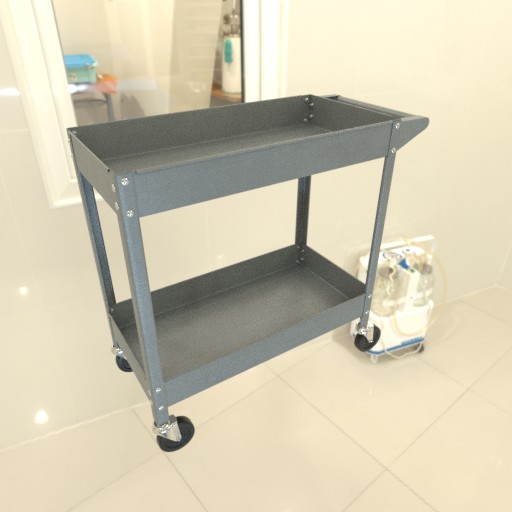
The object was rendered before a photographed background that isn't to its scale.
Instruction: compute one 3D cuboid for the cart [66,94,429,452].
[{"bbox_3d":[0.000,0.000,1.188,0.779,0.719,0.366,-18,35,-28],"label":"cart"}]
